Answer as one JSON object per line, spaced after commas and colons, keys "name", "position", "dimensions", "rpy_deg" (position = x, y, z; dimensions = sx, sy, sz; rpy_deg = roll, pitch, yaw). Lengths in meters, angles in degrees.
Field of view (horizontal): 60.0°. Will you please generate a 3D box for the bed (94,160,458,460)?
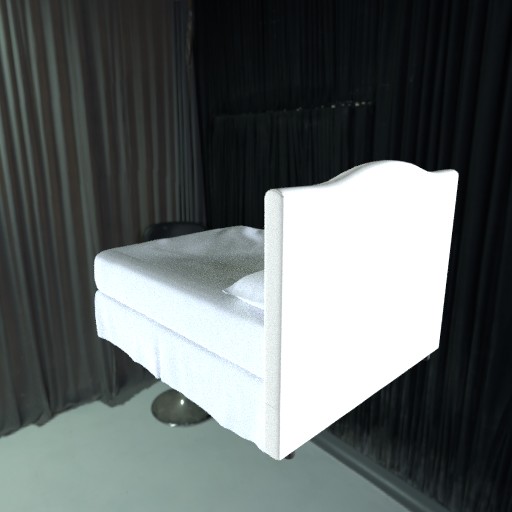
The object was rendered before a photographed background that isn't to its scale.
{"name": "bed", "position": [0.000, 0.000, 3.289], "dimensions": [1.753, 1.460, 2.143], "rpy_deg": [-14, 20, -42]}
